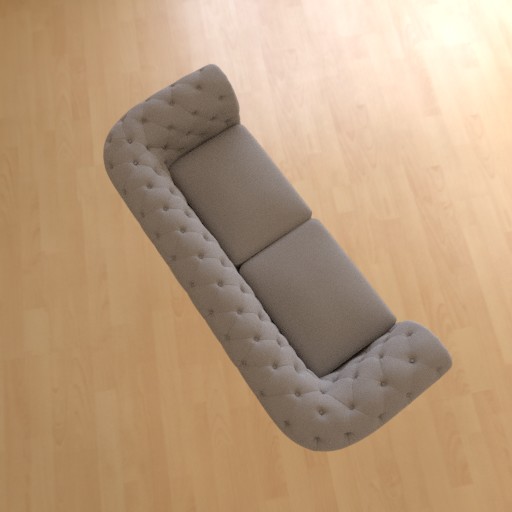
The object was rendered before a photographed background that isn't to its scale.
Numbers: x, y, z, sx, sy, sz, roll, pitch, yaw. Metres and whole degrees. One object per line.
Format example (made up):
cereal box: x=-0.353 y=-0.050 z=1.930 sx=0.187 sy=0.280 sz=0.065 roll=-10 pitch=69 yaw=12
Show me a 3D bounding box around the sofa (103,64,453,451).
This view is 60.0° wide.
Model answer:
sofa: x=0.000 y=0.000 z=2.844 sx=0.991 sy=0.749 sz=2.411 roll=-34 pitch=77 yaw=-9
